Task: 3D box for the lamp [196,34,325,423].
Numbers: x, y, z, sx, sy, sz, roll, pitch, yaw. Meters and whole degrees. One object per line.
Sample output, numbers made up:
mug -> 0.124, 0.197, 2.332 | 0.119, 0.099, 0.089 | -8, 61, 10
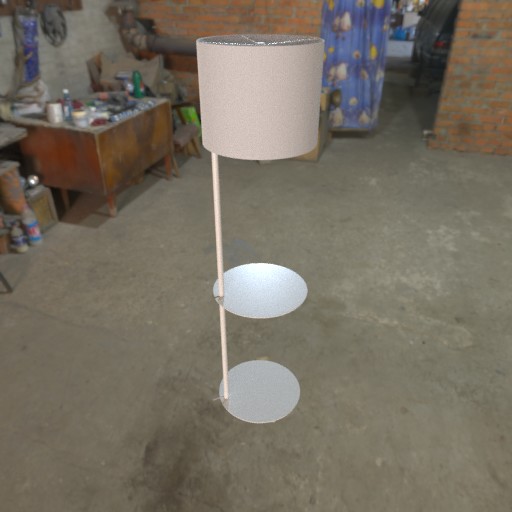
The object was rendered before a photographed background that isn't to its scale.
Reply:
lamp -> 0.000, 0.000, 1.664 | 0.405, 1.465, 0.372 | -10, 32, -16
